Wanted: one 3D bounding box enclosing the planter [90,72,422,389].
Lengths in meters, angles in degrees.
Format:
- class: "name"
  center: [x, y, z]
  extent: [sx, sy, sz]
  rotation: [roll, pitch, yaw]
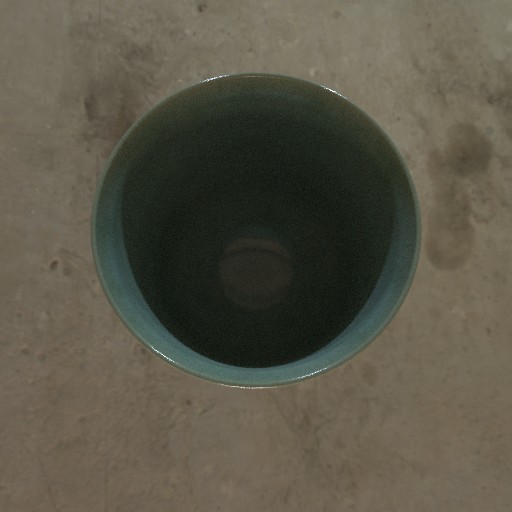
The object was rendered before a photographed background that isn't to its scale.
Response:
- class: "planter"
  center: [0.000, 0.000, 0.486]
  extent: [0.266, 0.270, 0.266]
  rotation: [0, 76, 0]
